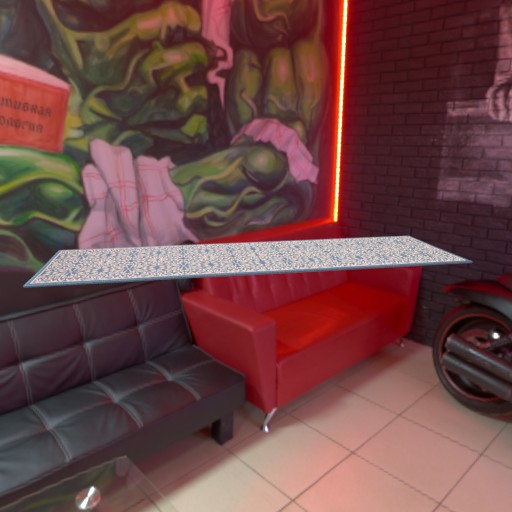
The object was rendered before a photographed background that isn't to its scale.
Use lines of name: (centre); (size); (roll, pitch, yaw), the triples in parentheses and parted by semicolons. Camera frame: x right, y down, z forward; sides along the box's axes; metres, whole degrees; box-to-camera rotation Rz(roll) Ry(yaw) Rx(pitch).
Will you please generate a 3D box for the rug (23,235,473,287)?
rug: (0.000, 0.000, 2.446); (2.196, 0.011, 0.662); (-3, 15, -10)
